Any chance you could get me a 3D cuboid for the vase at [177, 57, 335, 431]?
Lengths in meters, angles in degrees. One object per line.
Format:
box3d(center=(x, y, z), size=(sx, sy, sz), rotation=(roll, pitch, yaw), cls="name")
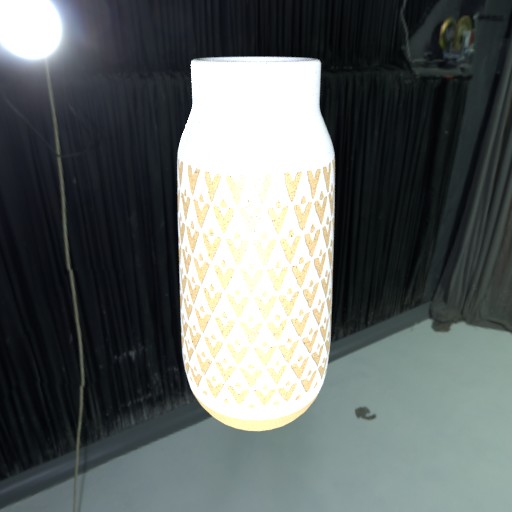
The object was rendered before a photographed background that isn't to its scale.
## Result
box3d(center=(0.000, 0.000, 0.377), size=(0.137, 0.307, 0.137), rotation=(0, 26, 0), cls="vase")
